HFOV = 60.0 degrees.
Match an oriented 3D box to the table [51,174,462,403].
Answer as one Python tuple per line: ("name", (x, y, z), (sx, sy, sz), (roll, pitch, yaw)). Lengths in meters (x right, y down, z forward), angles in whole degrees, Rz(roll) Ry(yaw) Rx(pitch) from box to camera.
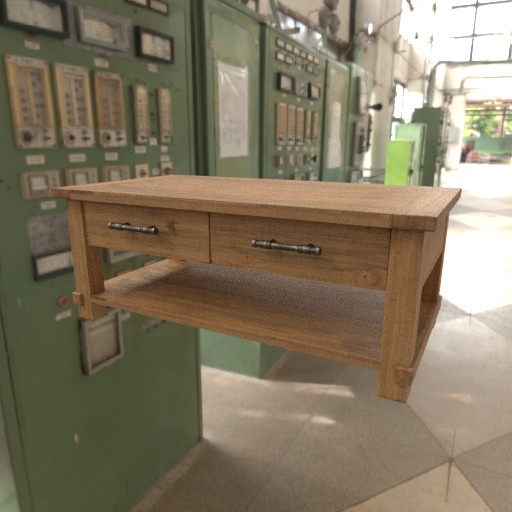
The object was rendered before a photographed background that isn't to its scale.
("table", (0.000, 0.000, 1.615), (1.270, 0.494, 0.693), (8, 17, 27))
